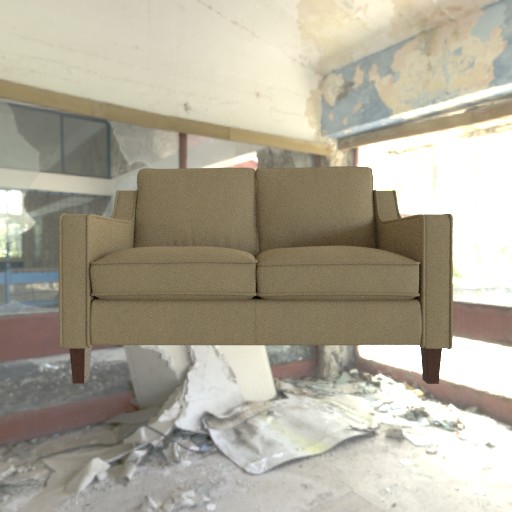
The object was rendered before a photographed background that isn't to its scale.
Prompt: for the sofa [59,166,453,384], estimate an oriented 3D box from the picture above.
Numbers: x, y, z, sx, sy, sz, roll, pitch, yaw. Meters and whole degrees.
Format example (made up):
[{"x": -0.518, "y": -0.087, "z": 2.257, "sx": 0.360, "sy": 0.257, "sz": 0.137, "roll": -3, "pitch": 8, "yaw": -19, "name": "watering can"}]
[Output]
[{"x": 0.000, "y": 0.000, "z": 2.142, "sx": 1.501, "sy": 0.971, "sz": 0.987, "roll": 0, "pitch": 1, "yaw": 0, "name": "sofa"}]
